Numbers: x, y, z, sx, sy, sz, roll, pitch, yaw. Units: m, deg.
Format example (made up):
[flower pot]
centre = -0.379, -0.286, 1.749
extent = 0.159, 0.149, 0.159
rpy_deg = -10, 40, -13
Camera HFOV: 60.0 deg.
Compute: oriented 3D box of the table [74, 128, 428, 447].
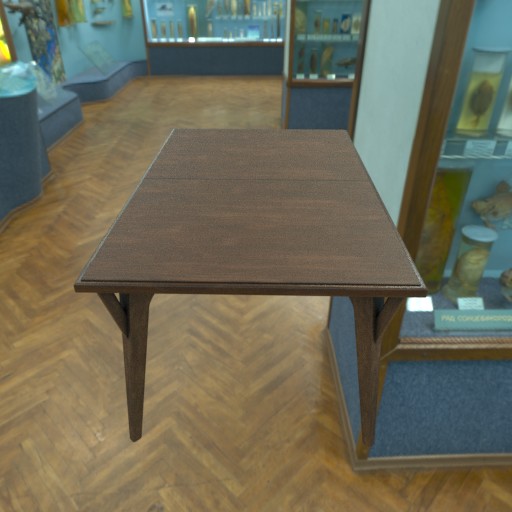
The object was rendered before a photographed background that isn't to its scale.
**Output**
[table]
centre = 0.000, 0.000, 2.078
extent = 0.990, 0.761, 1.524
rpy_deg = 1, 32, 1
